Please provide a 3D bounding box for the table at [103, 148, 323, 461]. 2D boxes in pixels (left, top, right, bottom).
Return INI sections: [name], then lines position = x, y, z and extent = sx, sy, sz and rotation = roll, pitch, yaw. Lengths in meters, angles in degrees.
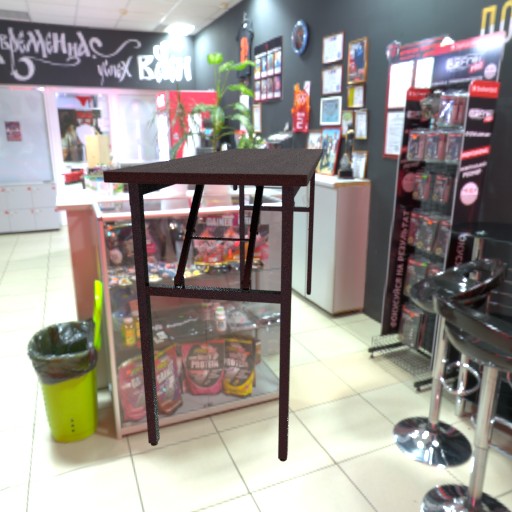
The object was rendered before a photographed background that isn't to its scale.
[table]
position = 0.000, 0.000, 1.698
extent = 0.449, 0.750, 1.399
rotation = 3, 16, 9
